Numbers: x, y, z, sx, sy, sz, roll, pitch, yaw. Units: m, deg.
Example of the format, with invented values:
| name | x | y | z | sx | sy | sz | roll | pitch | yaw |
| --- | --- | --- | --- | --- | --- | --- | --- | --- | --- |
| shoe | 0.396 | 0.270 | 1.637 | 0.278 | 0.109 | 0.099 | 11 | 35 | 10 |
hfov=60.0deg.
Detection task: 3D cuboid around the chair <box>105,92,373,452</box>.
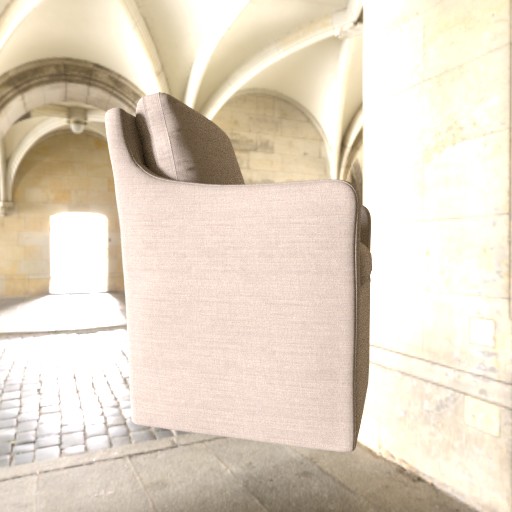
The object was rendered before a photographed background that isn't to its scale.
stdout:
| name | x | y | z | sx | sy | sz | roll | pitch | yaw |
| --- | --- | --- | --- | --- | --- | --- | --- | --- | --- |
| chair | 0.000 | 0.000 | 1.384 | 0.694 | 0.914 | 0.626 | 0 | 1 | 17 |
